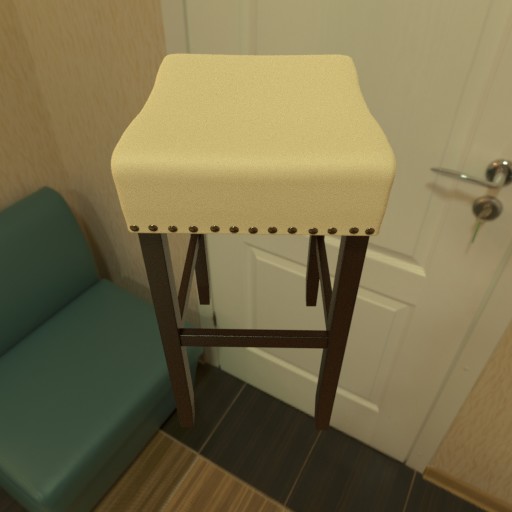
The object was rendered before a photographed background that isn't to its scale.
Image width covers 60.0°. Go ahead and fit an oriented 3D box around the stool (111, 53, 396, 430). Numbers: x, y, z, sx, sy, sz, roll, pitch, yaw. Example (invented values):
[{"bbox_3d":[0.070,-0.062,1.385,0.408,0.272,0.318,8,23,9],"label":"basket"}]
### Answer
[{"bbox_3d":[0.000,0.000,1.020,0.401,0.762,0.471,1,41,1],"label":"stool"}]
